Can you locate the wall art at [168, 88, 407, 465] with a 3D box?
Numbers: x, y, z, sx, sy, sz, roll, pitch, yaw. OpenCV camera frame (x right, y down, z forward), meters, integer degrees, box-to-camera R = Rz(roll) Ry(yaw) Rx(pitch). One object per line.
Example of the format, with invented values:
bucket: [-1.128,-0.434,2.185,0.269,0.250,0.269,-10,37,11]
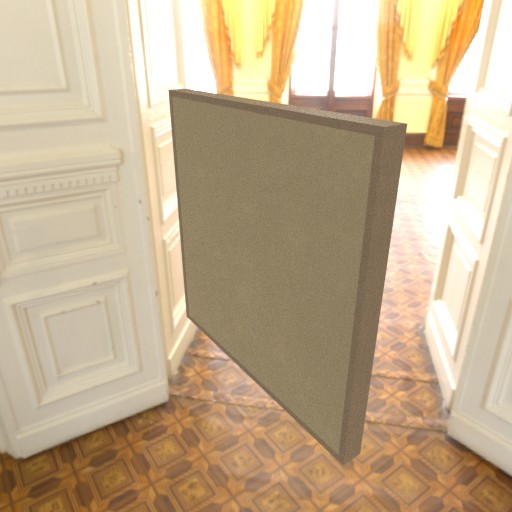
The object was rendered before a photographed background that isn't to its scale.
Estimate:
wall art: [0.000,0.000,0.767,0.038,0.506,0.508,-17,31,-32]
